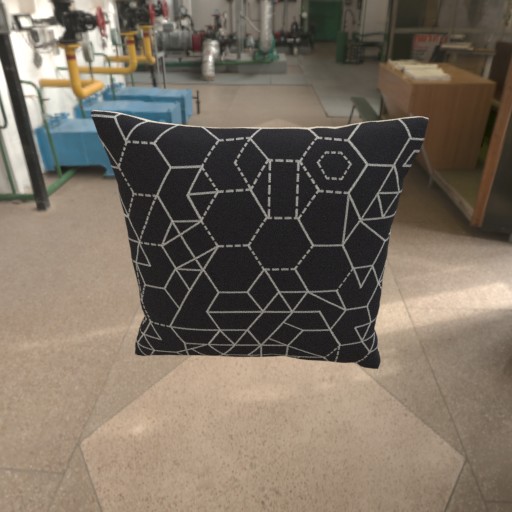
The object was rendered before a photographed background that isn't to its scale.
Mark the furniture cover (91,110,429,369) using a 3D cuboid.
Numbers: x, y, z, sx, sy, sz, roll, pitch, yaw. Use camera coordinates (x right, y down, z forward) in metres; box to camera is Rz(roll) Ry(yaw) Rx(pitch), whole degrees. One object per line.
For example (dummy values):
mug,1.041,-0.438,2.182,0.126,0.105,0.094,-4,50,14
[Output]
furniture cover,0.000,0.000,0.805,0.517,0.508,0.158,2,31,3
